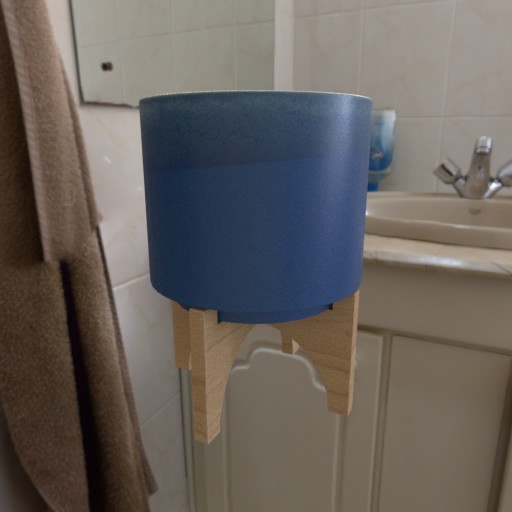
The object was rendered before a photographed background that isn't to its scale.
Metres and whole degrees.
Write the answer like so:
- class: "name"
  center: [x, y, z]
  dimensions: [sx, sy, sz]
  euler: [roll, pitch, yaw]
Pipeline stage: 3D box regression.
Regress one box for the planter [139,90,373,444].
- class: "planter"
  center: [0.000, 0.000, 0.557]
  dimensions: [0.261, 0.367, 0.261]
  euler: [0, 15, 0]
